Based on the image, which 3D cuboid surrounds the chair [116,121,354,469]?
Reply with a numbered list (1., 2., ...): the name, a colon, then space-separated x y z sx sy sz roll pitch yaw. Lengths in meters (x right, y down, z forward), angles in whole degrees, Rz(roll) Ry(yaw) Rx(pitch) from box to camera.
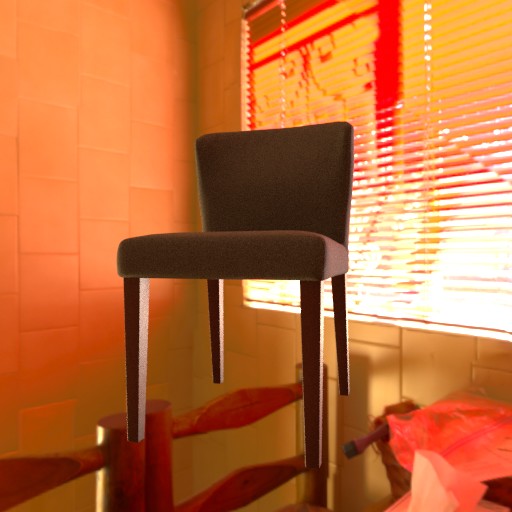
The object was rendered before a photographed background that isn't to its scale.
1. chair: 0.000 0.000 1.191 0.491 0.839 0.592 0 0 18
